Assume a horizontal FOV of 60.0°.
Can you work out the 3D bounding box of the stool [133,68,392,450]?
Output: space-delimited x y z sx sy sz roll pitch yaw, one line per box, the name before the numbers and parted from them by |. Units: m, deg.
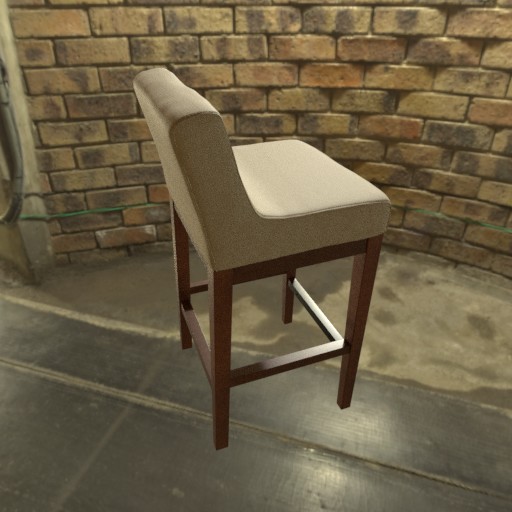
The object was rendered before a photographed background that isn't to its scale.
stool | 0.000 0.000 1.237 0.500 0.937 0.511 -11 33 -17
